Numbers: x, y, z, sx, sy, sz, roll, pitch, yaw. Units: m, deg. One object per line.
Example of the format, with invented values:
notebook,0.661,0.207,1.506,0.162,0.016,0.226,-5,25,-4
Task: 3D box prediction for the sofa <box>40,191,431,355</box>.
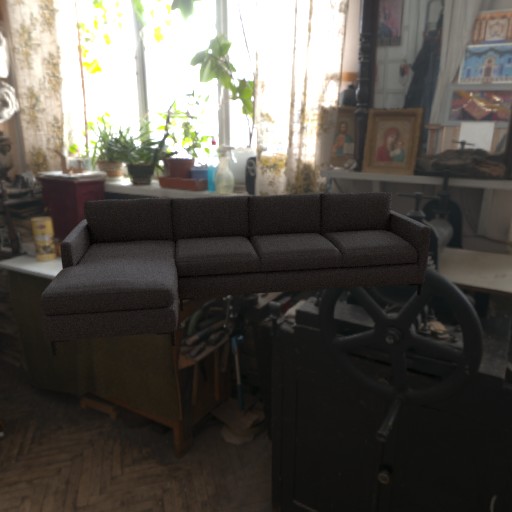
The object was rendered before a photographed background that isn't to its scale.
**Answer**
sofa,0.000,0.000,3.305,2.731,0.754,1.258,-3,18,-9
